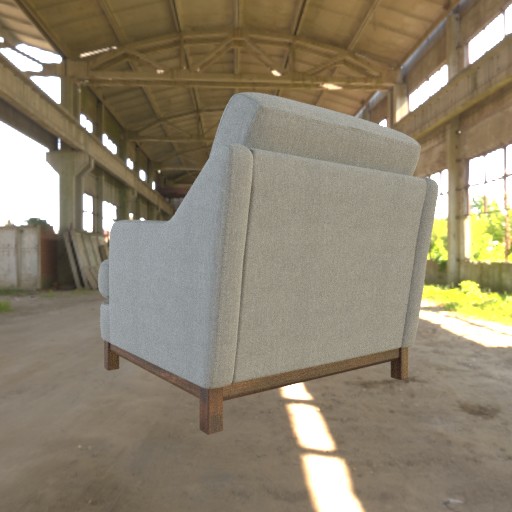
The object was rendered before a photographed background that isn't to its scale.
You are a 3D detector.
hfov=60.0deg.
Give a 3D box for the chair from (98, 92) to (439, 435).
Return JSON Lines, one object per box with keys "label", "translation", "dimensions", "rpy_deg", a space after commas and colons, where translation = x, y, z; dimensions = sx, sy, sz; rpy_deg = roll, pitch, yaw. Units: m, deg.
{"label": "chair", "translation": [0.000, 0.000, 1.521], "dimensions": [0.826, 0.821, 0.892], "rpy_deg": [0, 1, -37]}
